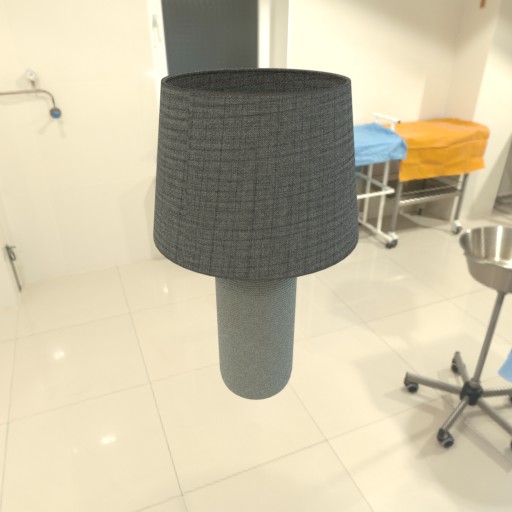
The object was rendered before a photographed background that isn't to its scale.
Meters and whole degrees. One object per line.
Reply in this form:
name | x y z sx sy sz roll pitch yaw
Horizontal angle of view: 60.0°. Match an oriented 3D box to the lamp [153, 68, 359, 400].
lamp | 0.000 0.000 0.572 0.251 0.429 0.251 0 29 0
